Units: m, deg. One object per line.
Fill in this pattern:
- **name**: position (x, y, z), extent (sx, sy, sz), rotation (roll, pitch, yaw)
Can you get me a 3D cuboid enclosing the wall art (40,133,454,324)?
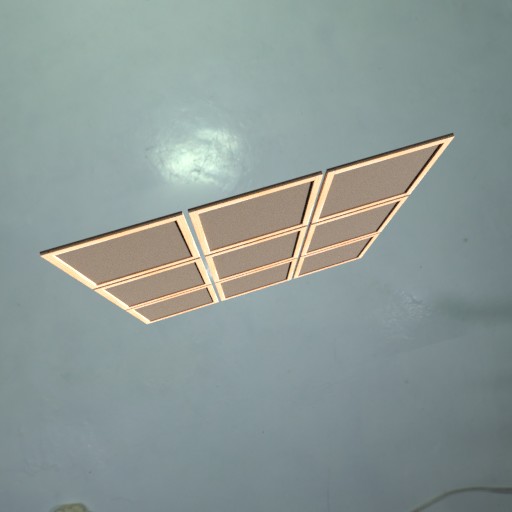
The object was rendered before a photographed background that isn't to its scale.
- **wall art**: position (0.000, 0.000, 1.824), extent (1.216, 1.218, 0.013), rotation (-17, 74, -5)
